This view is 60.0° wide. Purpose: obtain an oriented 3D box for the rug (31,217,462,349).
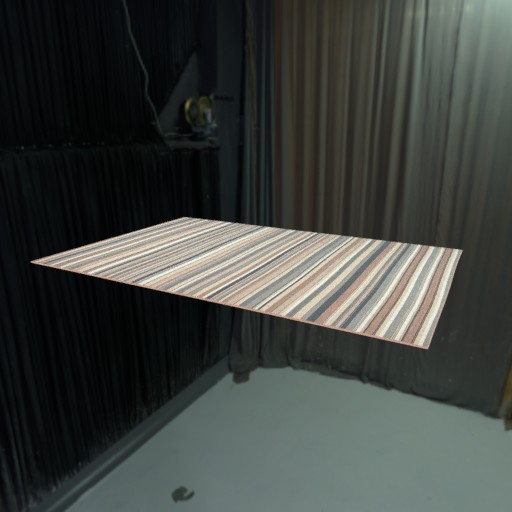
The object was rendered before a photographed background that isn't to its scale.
[{"bbox_3d":[0.000,0.000,2.249,1.829,0.008,1.219,9,19,27],"label":"rug"}]
